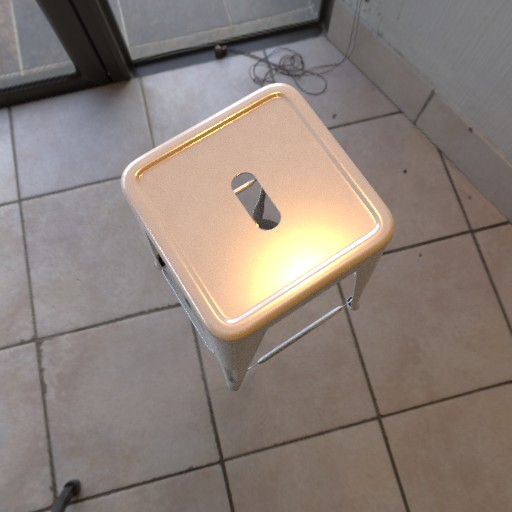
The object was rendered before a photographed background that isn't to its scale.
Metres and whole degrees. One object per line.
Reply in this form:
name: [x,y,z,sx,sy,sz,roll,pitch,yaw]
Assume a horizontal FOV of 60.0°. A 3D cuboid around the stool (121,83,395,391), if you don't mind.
stool: [0.000,0.000,0.897,0.406,0.610,0.406,-32,78,-8]
